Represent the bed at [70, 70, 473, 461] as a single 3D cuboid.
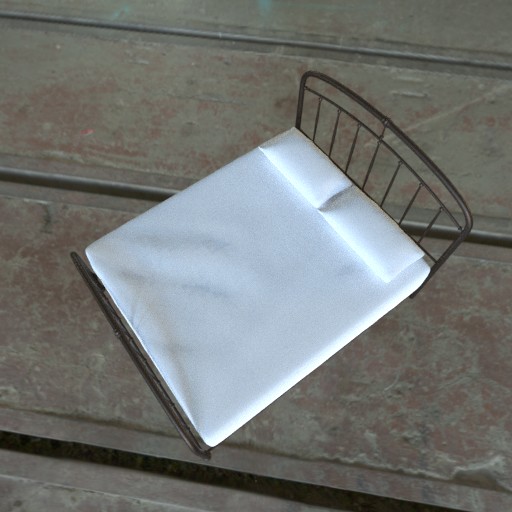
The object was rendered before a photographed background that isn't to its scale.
[{"bbox_3d":[0.000,0.000,3.204,2.180,1.425,1.711,-33,68,-16],"label":"bed"}]
